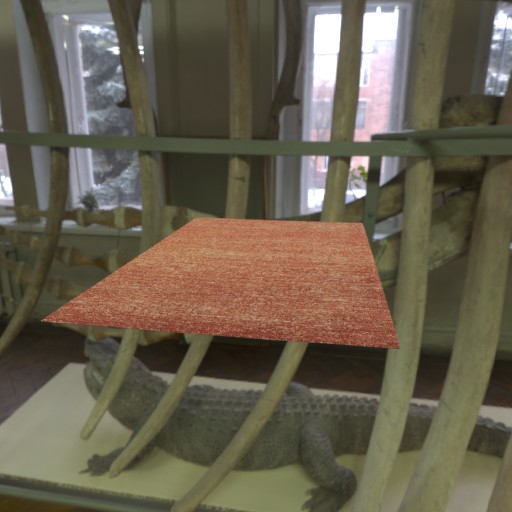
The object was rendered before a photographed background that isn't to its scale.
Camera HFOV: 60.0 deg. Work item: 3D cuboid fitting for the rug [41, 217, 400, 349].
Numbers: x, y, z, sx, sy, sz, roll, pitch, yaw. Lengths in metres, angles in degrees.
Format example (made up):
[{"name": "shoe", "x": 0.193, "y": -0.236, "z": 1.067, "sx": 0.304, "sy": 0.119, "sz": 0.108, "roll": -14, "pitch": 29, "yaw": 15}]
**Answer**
[{"name": "rug", "x": 0.000, "y": 0.000, "z": 2.192, "sx": 1.139, "sy": 0.011, "sz": 1.747, "roll": 3, "pitch": 16, "yaw": 9}]
